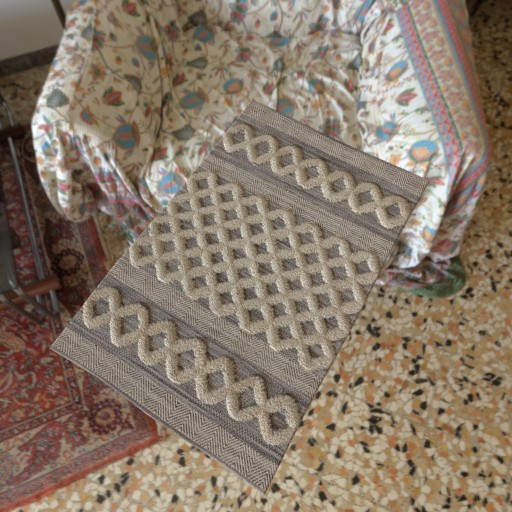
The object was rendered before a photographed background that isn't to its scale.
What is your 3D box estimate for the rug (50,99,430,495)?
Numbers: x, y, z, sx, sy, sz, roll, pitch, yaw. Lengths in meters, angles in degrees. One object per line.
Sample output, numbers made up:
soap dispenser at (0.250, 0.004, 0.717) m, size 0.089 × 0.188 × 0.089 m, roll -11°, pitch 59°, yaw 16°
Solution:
rug at (0.000, 0.000, 2.919) m, size 1.513 × 0.033 × 2.333 m, roll 29°, pitch 68°, yaw 13°
